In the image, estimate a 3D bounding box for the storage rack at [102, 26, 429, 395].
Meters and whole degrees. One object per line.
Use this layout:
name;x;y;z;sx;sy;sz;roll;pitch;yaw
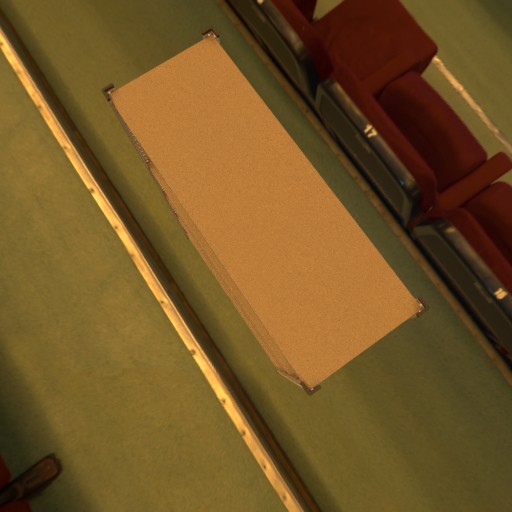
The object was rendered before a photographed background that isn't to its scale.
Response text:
storage rack;0.000;0.000;2.323;0.457;1.829;1.219;-34;79;-7
